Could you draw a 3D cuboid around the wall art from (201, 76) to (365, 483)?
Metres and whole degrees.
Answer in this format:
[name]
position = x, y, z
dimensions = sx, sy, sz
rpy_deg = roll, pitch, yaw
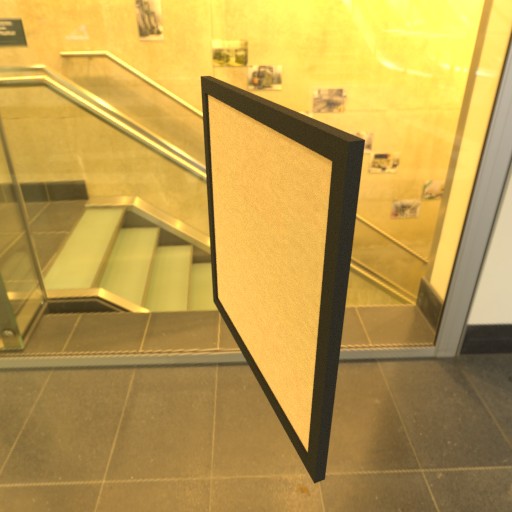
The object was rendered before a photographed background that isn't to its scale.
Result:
[wall art]
position = 0.000, 0.000, 0.521
dimensions = 0.013, 0.356, 0.356
rpy_deg = -11, 31, -19
